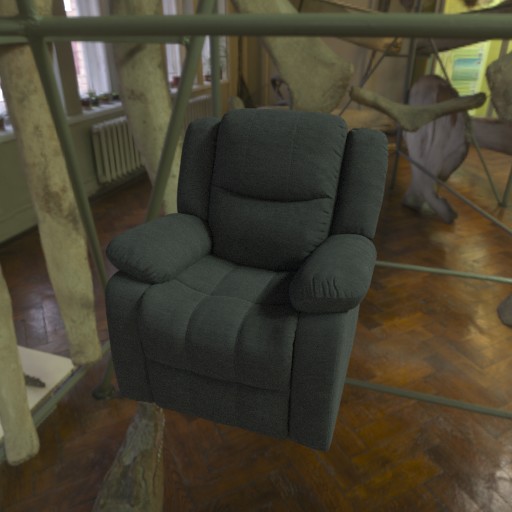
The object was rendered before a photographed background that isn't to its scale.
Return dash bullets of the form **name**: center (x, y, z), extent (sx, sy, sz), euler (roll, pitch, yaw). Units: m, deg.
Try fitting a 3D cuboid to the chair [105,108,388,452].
- **chair**: center (0.000, 0.000, 1.731), extent (0.899, 1.008, 0.944), euler (9, 29, 16)
